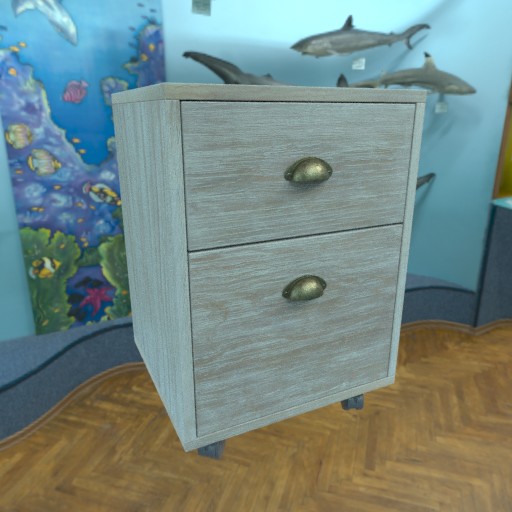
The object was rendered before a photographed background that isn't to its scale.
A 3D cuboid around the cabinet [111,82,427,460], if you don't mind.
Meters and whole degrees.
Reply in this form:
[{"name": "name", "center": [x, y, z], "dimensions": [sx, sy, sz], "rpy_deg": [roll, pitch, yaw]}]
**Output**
[{"name": "cabinet", "center": [0.000, 0.000, 0.834], "dimensions": [0.409, 0.579, 0.401], "rpy_deg": [-9, 20, -25]}]
